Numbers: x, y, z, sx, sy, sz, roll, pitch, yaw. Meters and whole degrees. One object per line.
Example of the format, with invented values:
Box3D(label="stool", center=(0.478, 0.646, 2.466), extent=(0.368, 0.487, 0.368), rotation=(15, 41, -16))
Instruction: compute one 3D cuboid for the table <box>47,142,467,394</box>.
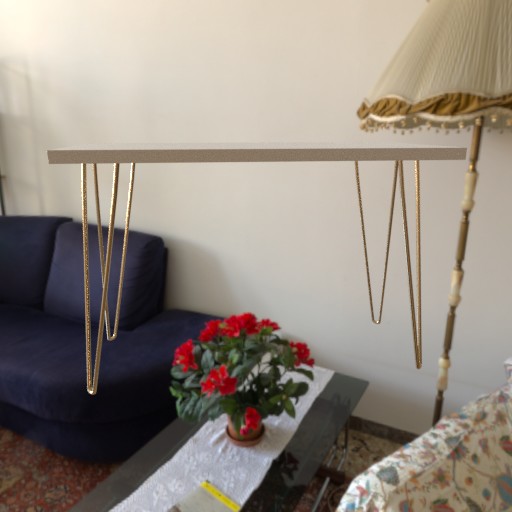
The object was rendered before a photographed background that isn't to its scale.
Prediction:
Box3D(label="table", center=(0.000, 0.000, 1.360), extent=(0.991, 0.660, 0.498), rotation=(-2, 16, -8))
